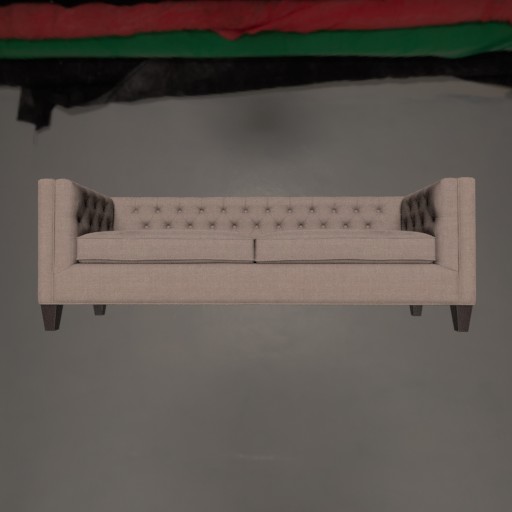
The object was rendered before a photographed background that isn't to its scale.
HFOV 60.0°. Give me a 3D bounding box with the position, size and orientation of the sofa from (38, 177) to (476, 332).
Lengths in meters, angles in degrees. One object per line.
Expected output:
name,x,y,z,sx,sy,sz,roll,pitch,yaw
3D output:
sofa,0.000,0.000,2.556,2.159,0.762,0.775,0,-1,1
